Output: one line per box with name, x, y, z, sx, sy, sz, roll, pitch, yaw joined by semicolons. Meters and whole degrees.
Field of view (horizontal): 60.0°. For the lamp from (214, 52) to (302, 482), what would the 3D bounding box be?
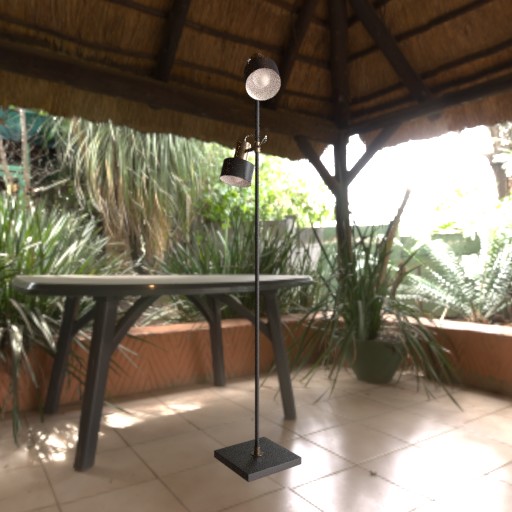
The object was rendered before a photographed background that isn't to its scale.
lamp;0.000;0.000;1.644;0.233;1.505;0.315;1;-1;-35
